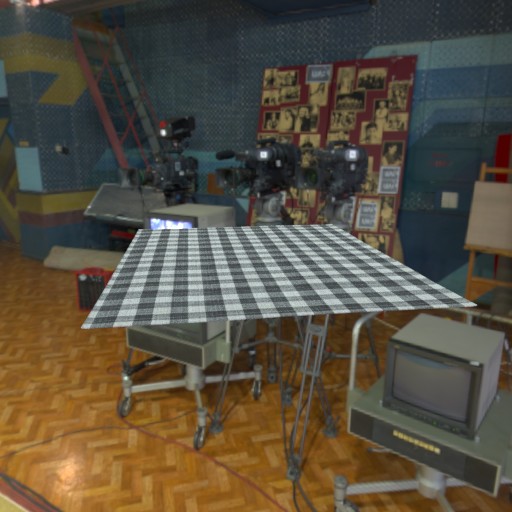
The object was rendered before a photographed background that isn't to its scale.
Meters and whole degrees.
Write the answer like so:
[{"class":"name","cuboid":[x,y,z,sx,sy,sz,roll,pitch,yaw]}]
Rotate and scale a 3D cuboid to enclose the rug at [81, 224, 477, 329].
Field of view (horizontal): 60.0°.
[{"class":"rug","cuboid":[0.000,0.000,4.105,2.432,0.013,3.021,-2,14,-8]}]
